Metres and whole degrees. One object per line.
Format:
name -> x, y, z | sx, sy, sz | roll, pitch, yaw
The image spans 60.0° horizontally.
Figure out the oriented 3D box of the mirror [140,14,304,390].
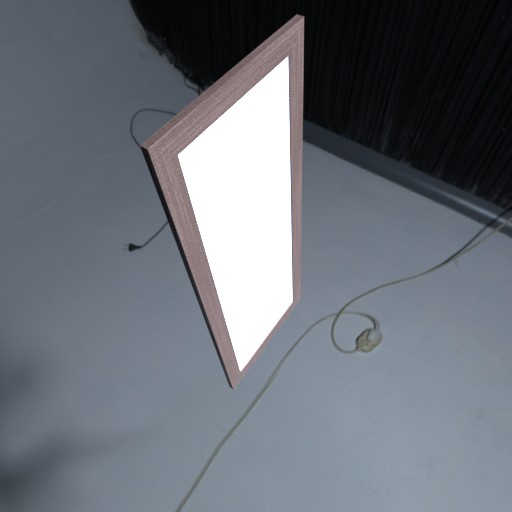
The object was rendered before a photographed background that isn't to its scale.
mirror -> 0.000, 0.000, 2.239 | 0.221, 2.020, 0.812 | 31, 63, 18
